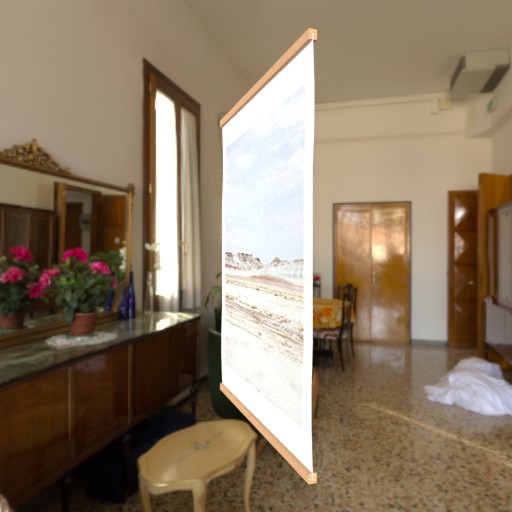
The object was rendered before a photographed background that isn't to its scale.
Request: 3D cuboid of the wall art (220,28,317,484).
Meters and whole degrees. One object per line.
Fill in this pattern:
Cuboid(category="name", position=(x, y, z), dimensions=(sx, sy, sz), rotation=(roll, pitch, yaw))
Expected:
Cuboid(category="wall art", position=(0.000, 0.000, 1.338), dimensions=(0.020, 1.016, 0.739), rotation=(0, 0, -20))
